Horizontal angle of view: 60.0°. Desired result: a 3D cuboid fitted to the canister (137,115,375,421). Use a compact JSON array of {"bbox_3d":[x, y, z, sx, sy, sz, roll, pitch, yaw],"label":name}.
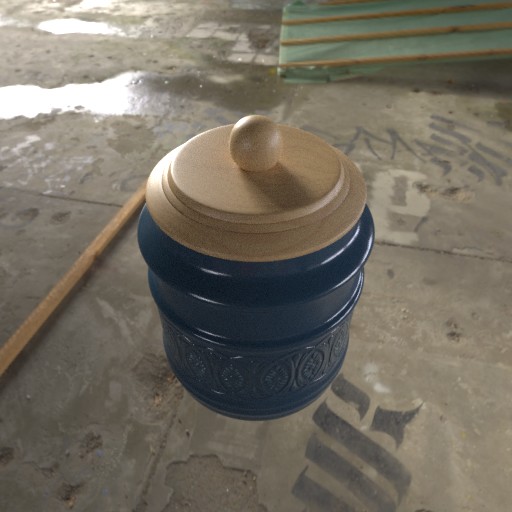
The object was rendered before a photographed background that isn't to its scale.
[{"bbox_3d":[0.000,0.000,0.266,0.130,0.176,0.130,0,44,0],"label":"canister"}]
